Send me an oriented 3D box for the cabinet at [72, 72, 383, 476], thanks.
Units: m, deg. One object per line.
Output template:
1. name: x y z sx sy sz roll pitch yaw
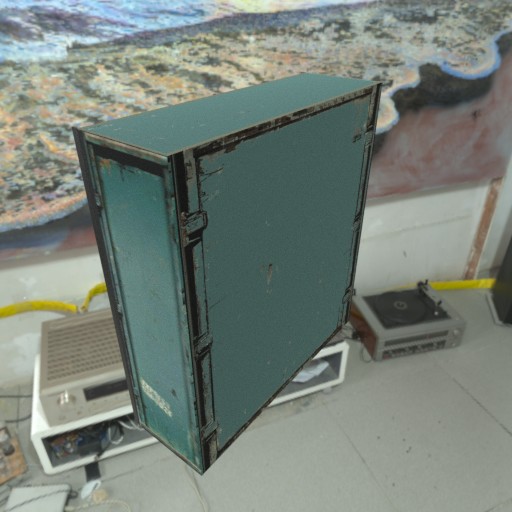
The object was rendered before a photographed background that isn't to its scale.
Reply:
1. cabinet: 0.000 0.000 3.184 0.680 2.160 2.000 23 38 32
